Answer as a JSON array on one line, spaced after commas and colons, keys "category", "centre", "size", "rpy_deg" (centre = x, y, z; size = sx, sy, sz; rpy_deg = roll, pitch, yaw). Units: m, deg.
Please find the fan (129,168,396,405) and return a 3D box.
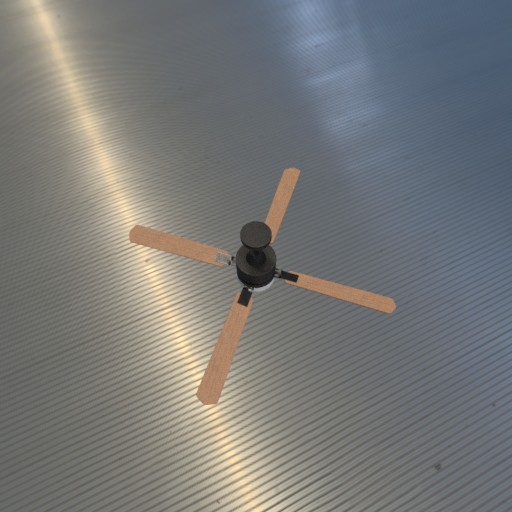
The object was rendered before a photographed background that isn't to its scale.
[{"category": "fan", "centre": [0.000, 0.000, 2.005], "size": [1.320, 0.355, 1.320], "rpy_deg": [16, 60, 9]}]
